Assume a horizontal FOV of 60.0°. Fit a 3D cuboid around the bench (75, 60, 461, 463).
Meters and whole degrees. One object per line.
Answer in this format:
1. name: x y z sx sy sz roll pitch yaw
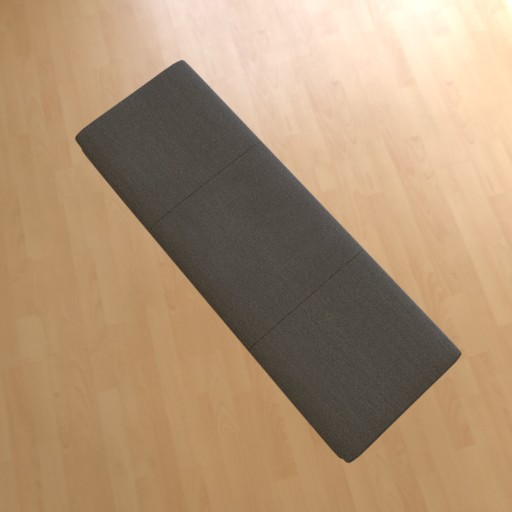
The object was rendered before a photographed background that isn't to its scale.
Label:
1. bench: 0.000 0.000 1.491 0.446 0.438 1.269 -40 79 -9
